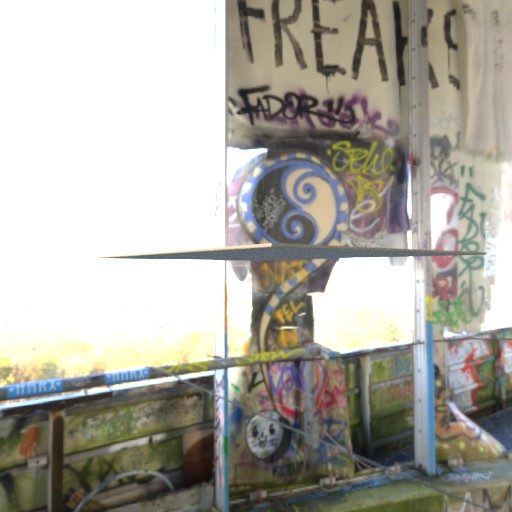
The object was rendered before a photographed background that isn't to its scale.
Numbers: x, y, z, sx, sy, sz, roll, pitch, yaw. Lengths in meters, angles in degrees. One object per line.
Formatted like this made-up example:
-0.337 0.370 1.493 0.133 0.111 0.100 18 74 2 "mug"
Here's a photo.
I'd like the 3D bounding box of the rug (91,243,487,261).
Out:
0.000 0.000 2.955 1.528 0.014 2.294 1 -2 -36 "rug"
